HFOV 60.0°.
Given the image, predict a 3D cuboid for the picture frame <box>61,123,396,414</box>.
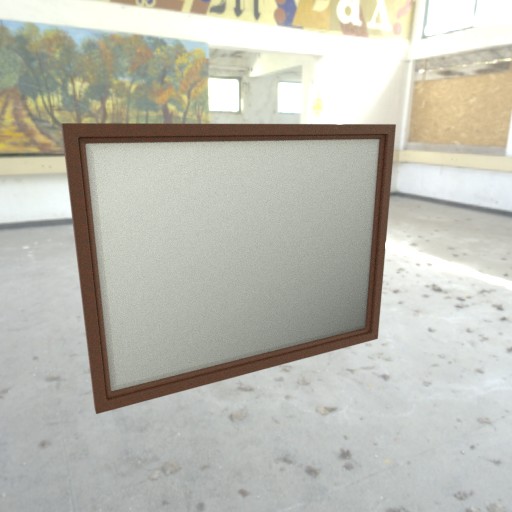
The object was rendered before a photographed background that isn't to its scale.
[{"bbox_3d":[0.000,0.000,1.781,1.329,1.018,0.045,-8,18,-26],"label":"picture frame"}]
